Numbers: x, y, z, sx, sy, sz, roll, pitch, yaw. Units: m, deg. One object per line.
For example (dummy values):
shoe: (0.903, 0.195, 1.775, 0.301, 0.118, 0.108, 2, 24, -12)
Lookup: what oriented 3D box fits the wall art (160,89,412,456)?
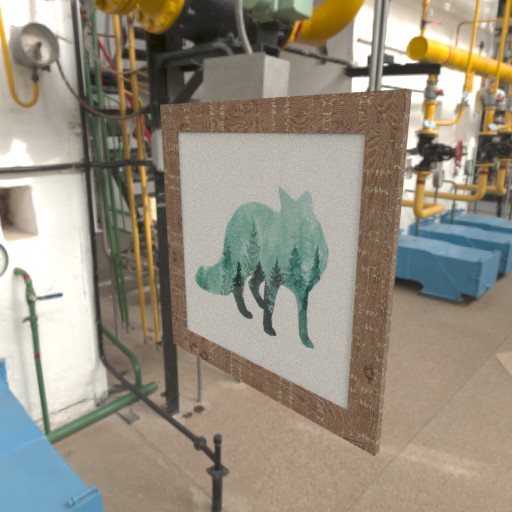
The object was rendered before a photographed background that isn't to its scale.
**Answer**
wall art: (0.000, 0.000, 0.575, 0.384, 0.384, 0.012, 15, 22, 43)
